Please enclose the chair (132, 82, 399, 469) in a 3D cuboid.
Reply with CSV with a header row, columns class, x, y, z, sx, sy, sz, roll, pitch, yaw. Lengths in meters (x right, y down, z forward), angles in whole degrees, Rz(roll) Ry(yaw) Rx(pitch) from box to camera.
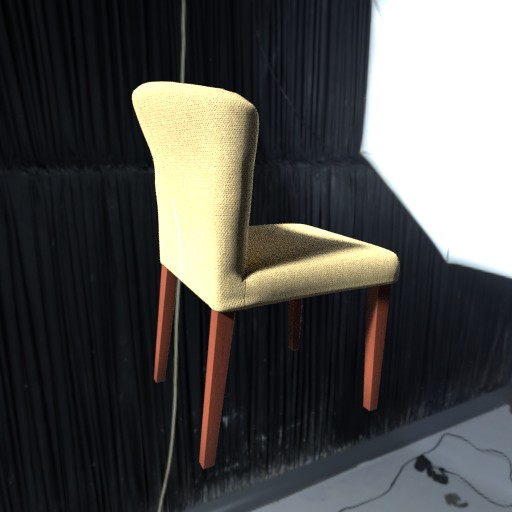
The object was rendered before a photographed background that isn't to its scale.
class,x,y,z,sx,sy,sz,roll,pitch,yaw
chair,0.000,0.000,1.195,0.589,0.839,0.491,-7,16,-26
